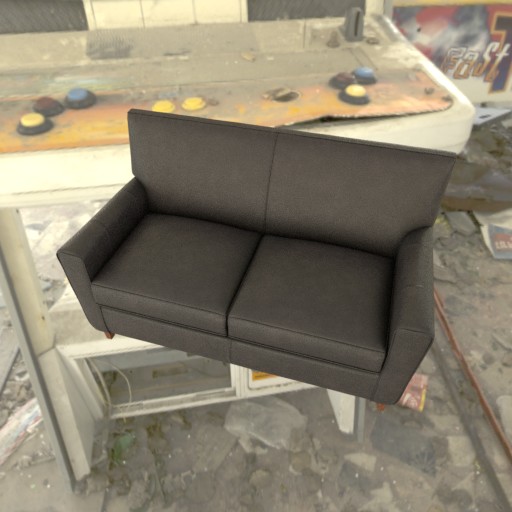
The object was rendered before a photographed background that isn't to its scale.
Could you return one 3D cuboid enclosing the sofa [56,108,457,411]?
[{"bbox_3d":[0.000,0.000,1.976,1.473,0.871,0.787,11,43,12],"label":"sofa"}]
